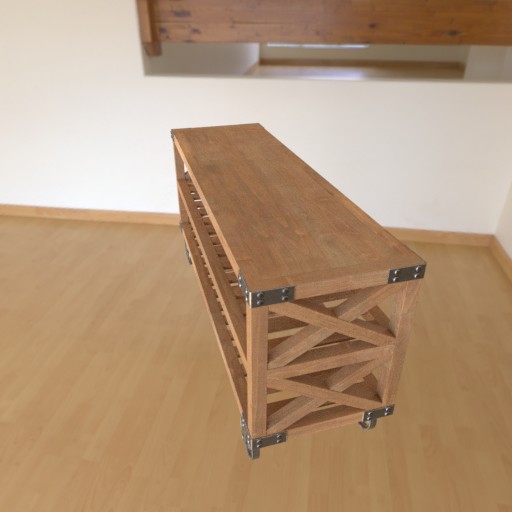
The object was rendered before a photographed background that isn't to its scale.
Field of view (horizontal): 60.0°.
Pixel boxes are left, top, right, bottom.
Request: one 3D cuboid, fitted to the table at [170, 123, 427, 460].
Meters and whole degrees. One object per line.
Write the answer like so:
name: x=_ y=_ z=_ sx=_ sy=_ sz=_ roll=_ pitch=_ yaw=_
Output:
table: x=0.000 y=0.000 z=1.829 sx=0.467 sy=0.711 sz=1.487 roll=-8 pitch=31 yaw=-14
